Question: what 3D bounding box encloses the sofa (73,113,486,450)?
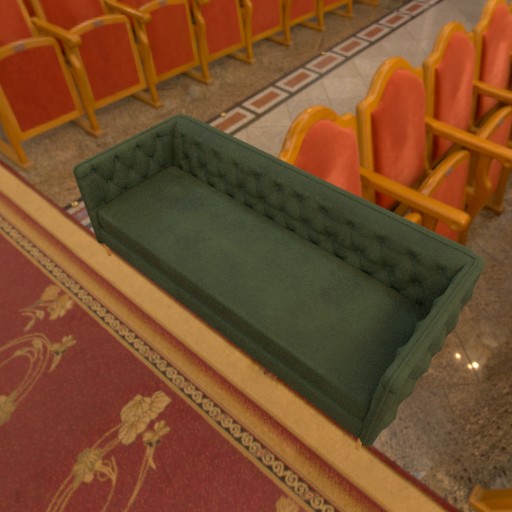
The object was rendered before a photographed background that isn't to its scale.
[{"bbox_3d":[0.000,0.000,2.629,2.209,0.771,0.895,32,54,27],"label":"sofa"}]
